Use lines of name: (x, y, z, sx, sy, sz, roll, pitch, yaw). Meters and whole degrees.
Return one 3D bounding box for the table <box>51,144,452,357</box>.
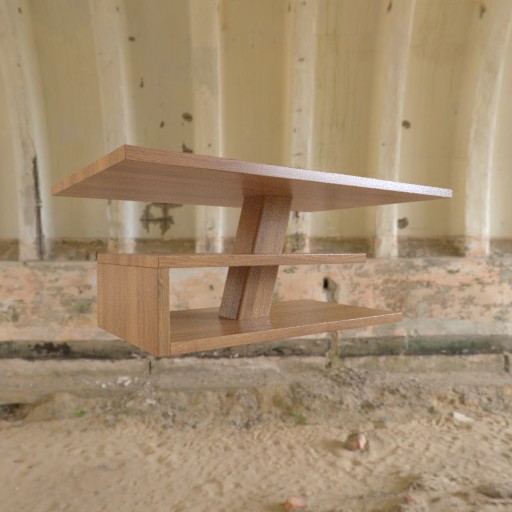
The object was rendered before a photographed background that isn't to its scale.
table: (0.000, 0.000, 1.443, 1.100, 0.442, 0.700, -1, 1, -35)
